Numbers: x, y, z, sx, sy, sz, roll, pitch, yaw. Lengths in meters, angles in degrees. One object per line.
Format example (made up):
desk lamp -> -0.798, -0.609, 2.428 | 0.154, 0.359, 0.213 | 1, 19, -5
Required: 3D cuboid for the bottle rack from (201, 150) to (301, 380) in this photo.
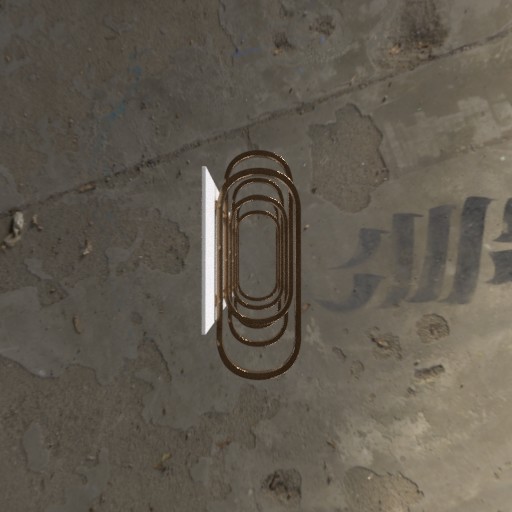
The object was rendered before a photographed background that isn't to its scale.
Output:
bottle rack -> 0.000, 0.000, 0.834 | 0.118, 0.709, 0.332 | 0, 89, 0
